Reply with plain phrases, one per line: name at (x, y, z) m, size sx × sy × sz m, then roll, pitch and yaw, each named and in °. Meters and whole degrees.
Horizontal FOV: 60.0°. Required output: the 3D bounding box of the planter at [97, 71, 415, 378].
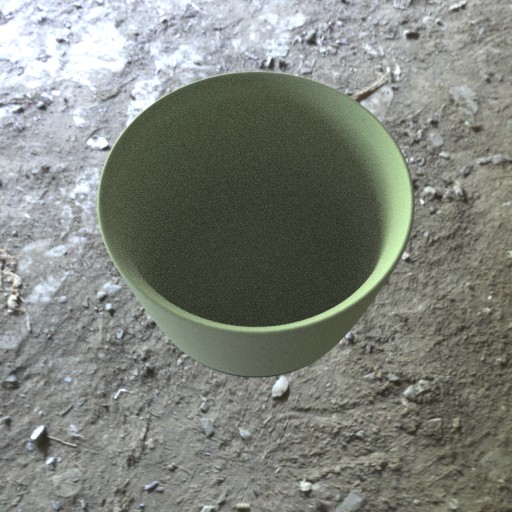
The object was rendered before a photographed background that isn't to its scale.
planter at (0.000, 0.000, 0.382) m, size 0.204 × 0.214 × 0.204 m, roll 0°, pitch 64°, yaw 0°
